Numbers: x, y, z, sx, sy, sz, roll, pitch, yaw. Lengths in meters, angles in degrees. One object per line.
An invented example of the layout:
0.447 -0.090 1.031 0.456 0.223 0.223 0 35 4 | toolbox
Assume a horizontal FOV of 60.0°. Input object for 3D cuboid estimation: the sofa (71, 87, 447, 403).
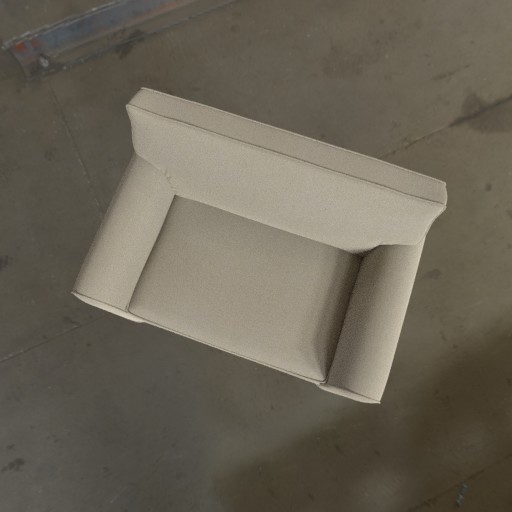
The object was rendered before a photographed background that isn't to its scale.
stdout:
0.000 0.000 2.085 1.405 1.006 0.937 19 77 5 | sofa
